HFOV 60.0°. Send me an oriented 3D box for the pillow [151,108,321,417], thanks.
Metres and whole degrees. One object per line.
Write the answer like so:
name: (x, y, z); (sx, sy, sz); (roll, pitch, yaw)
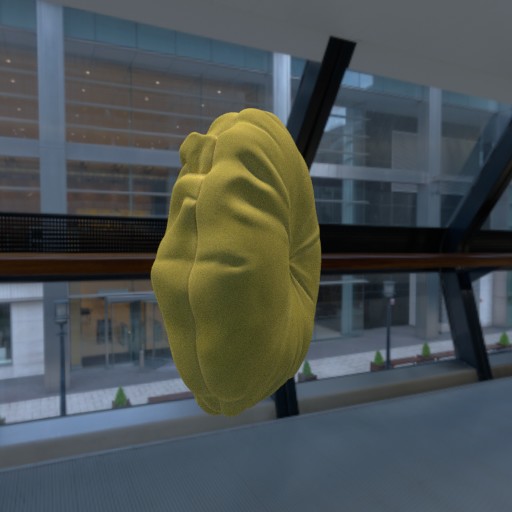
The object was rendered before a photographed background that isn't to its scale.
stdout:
pillow: (0.000, 0.000, 0.651); (0.148, 0.407, 0.428); (1, 3, 19)
